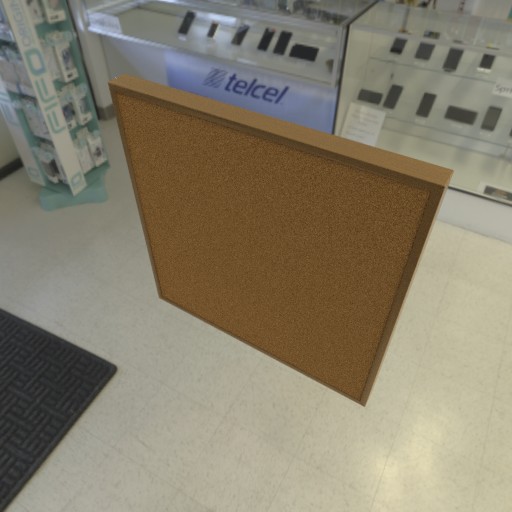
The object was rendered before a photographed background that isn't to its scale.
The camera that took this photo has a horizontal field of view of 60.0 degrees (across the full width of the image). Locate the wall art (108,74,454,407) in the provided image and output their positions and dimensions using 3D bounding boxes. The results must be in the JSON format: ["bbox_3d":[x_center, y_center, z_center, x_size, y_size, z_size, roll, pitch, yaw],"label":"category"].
[{"bbox_3d":[0.000,0.000,0.762,0.505,0.505,0.037,24,49,22],"label":"wall art"}]
